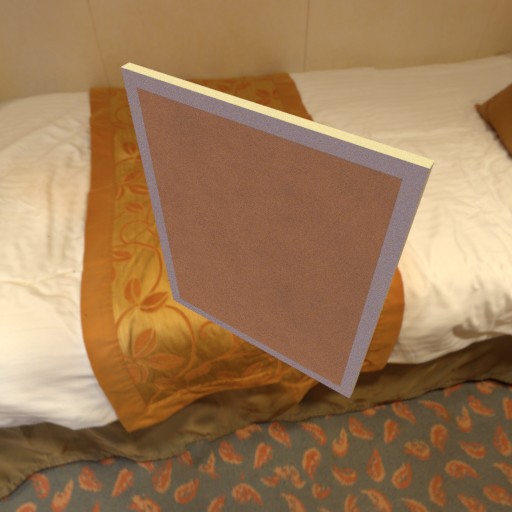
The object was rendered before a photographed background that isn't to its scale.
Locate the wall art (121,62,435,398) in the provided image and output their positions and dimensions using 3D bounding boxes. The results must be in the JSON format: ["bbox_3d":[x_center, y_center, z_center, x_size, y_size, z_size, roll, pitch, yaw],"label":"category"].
[{"bbox_3d":[0.000,0.000,1.119,0.661,0.811,0.026,25,52,21],"label":"wall art"}]
